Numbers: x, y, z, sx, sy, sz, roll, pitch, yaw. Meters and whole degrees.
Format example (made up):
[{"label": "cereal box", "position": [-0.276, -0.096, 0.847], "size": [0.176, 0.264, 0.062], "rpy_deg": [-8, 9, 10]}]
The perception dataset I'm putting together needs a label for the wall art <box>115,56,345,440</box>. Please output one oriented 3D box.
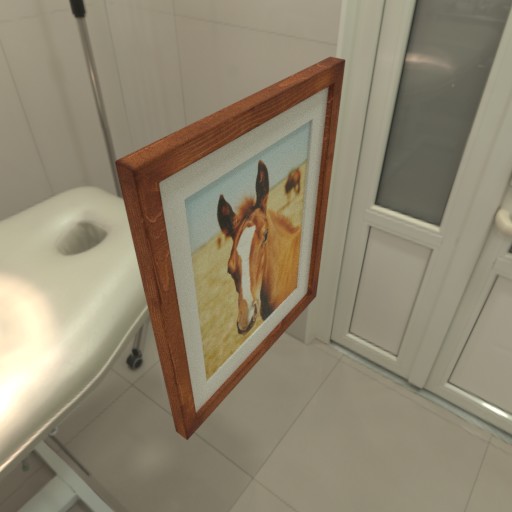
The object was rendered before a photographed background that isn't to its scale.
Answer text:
[{"label": "wall art", "position": [0.000, 0.000, 0.782], "size": [0.030, 0.558, 0.462], "rpy_deg": [26, 46, 27]}]
